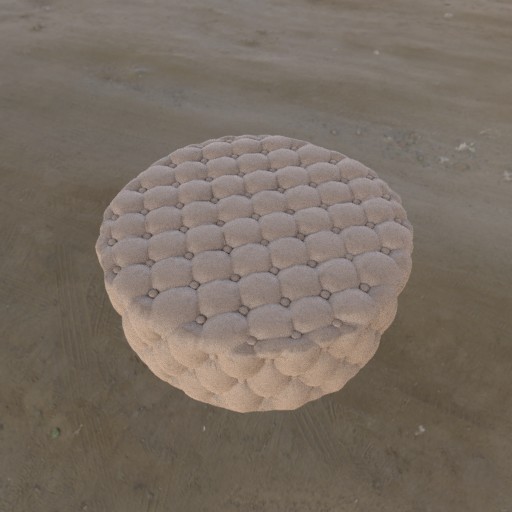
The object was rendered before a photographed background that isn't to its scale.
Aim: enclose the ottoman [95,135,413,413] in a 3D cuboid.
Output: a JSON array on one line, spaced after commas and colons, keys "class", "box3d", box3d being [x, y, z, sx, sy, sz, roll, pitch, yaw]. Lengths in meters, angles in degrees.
[{"class": "ottoman", "box3d": [0.000, 0.000, 1.533, 0.998, 0.399, 0.998, 0, 48, 0]}]
